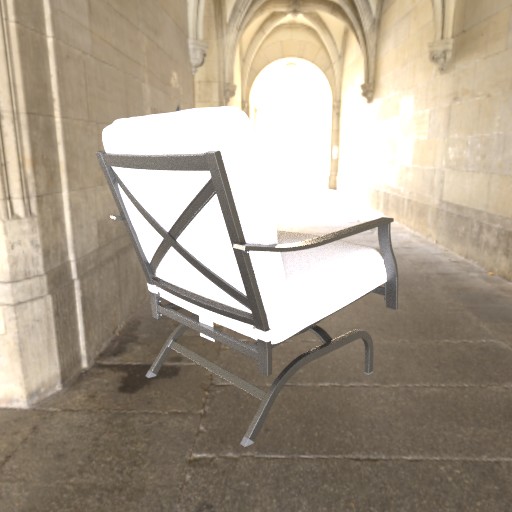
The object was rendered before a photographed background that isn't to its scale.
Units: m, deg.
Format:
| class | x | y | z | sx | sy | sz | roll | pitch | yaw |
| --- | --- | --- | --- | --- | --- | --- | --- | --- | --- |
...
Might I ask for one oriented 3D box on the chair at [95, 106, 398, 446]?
| class | x | y | z | sx | sy | sz | roll | pitch | yaw |
| --- | --- | --- | --- | --- | --- | --- | --- | --- | --- |
| chair | 0.000 | 0.000 | 1.440 | 0.787 | 0.860 | 0.650 | -12 | 18 | -42 |
